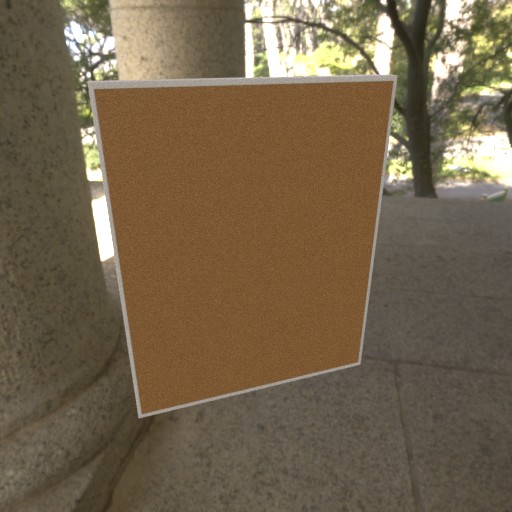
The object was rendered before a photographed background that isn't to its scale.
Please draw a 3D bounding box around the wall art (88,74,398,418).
[{"bbox_3d":[0.000,0.000,0.734,0.443,0.549,0.030,-8,27,-17],"label":"wall art"}]
